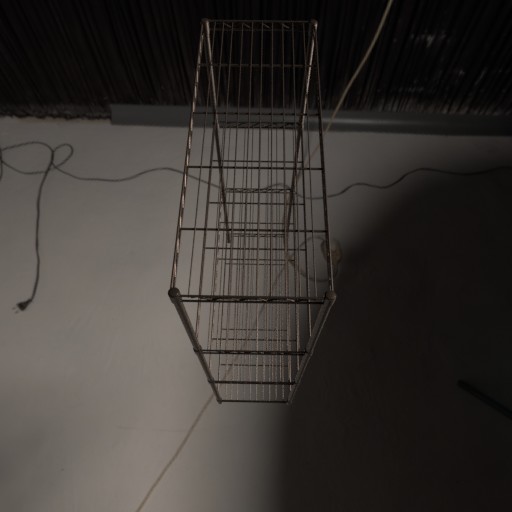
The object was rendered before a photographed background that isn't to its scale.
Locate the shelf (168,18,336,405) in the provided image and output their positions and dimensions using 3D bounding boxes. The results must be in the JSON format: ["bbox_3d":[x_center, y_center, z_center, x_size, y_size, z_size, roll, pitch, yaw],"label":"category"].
[{"bbox_3d":[0.000,0.000,1.729,0.352,1.361,0.907,1,63,1],"label":"shelf"}]
